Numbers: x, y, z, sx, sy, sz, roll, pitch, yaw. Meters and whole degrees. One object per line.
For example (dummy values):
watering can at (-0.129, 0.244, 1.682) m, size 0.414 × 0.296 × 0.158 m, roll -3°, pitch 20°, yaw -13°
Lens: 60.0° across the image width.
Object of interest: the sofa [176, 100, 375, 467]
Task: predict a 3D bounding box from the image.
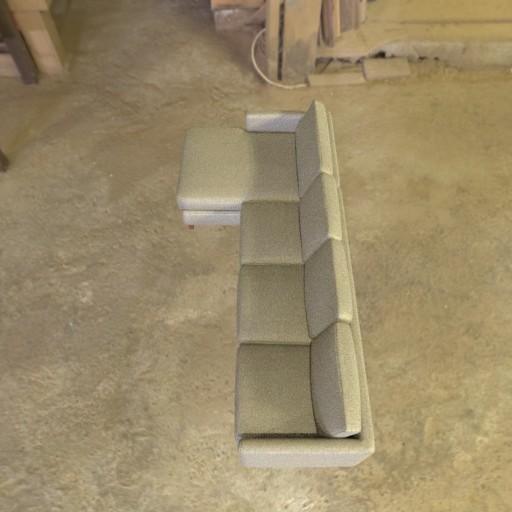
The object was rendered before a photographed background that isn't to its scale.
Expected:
sofa at (0.000, 0.000, 3.765) m, size 1.502 × 0.876 × 3.201 m, roll 0°, pitch 57°, yaw 0°
